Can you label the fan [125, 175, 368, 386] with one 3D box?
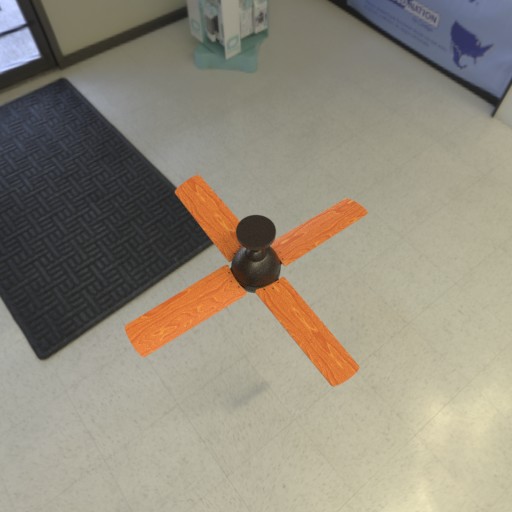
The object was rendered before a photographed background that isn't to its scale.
[{"bbox_3d":[0.000,0.000,2.049,1.332,0.403,1.332,-31,63,-18],"label":"fan"}]
